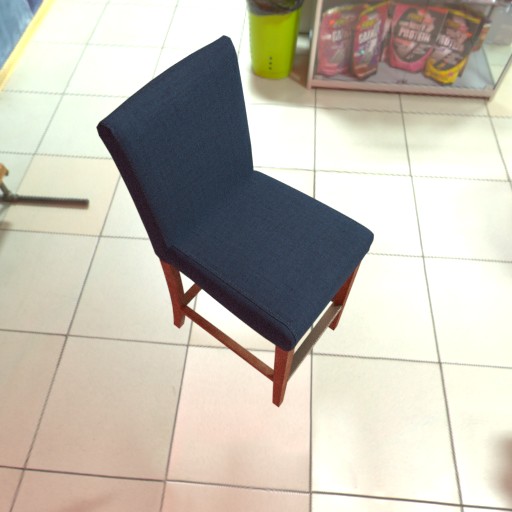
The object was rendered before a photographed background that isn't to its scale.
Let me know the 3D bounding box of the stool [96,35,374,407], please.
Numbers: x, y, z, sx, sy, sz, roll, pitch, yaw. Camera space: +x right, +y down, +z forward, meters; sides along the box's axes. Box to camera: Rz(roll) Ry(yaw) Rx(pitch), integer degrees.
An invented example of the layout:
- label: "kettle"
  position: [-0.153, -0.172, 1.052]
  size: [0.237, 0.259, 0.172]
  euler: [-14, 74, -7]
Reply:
- label: "stool"
  position: [0.000, 0.000, 1.403]
  size: [0.574, 1.088, 0.454]
  euler: [33, 63, 19]
